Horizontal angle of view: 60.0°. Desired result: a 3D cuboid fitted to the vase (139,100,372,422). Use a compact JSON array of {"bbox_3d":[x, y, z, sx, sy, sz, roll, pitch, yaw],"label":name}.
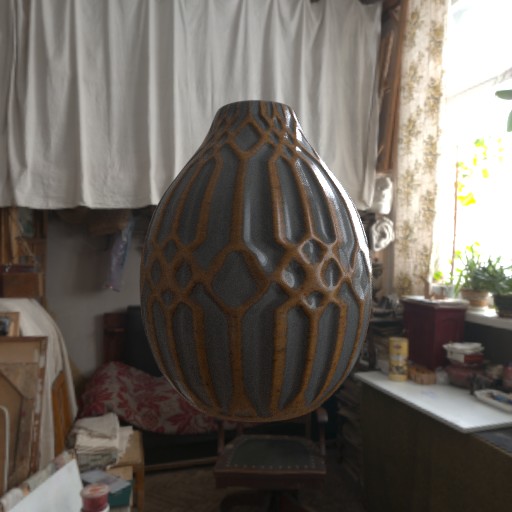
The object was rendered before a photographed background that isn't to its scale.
[{"bbox_3d":[0.000,0.000,0.136,0.069,0.088,0.069,0,1,0],"label":"vase"}]
